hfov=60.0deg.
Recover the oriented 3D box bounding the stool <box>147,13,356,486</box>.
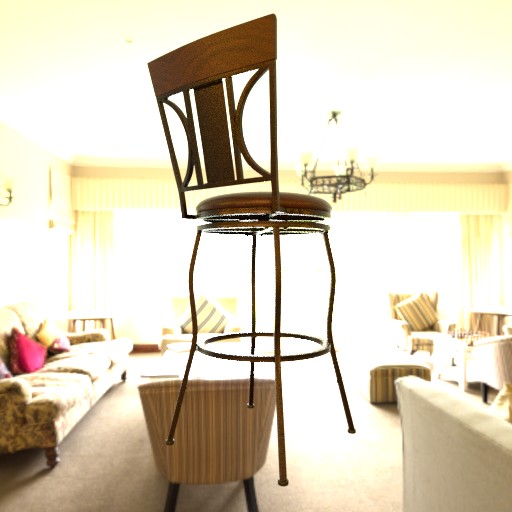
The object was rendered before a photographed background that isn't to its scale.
[{"bbox_3d":[0.000,0.000,1.350,0.448,1.130,0.513,0,-1,36],"label":"stool"}]
